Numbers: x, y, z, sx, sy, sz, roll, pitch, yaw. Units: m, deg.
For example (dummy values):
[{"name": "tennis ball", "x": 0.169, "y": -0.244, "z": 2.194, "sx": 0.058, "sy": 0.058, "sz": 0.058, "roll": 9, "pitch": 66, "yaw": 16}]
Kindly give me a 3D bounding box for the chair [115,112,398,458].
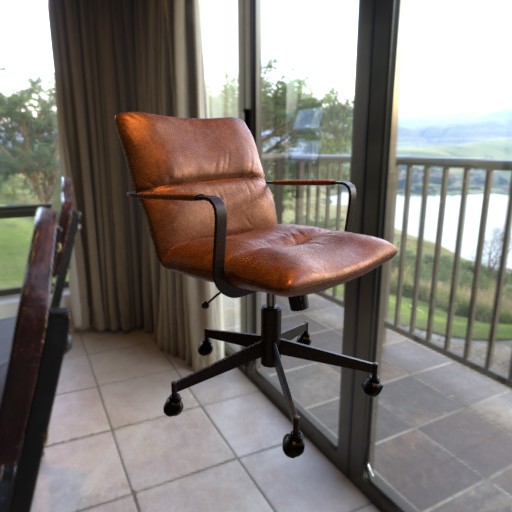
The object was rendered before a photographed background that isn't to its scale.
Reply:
[{"name": "chair", "x": 0.000, "y": 0.000, "z": 1.469, "sx": 0.754, "sy": 0.922, "sz": 0.727, "roll": 13, "pitch": 20, "yaw": 42}]
